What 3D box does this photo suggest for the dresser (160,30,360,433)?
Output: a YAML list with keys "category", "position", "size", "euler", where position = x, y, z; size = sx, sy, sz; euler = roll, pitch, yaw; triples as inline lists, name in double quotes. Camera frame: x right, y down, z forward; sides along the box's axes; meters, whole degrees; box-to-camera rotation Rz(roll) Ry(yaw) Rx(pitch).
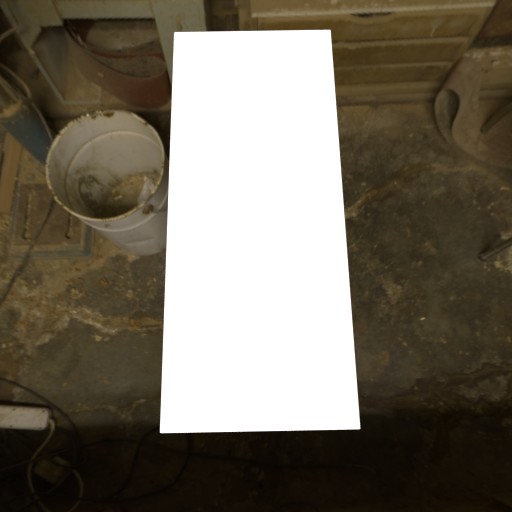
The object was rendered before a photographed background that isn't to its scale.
- category: "dresser"
  position: [0.000, 0.000, 1.640]
  size: [0.460, 1.000, 1.100]
  euler: [-1, 75, 0]
